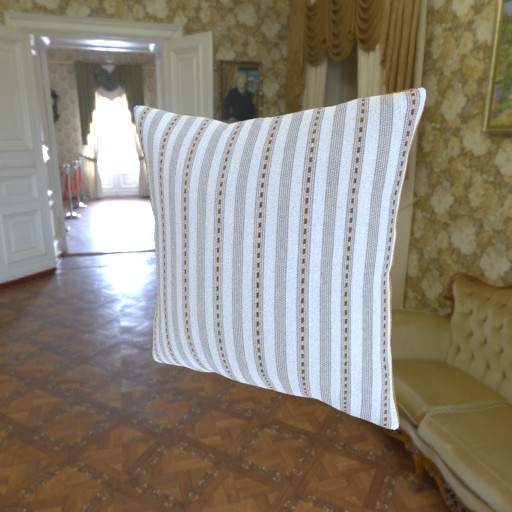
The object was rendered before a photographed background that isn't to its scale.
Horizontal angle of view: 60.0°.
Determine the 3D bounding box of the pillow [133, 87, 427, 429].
[{"bbox_3d":[0.000,0.000,0.639,0.432,0.437,0.147,7,16,26],"label":"pillow"}]
